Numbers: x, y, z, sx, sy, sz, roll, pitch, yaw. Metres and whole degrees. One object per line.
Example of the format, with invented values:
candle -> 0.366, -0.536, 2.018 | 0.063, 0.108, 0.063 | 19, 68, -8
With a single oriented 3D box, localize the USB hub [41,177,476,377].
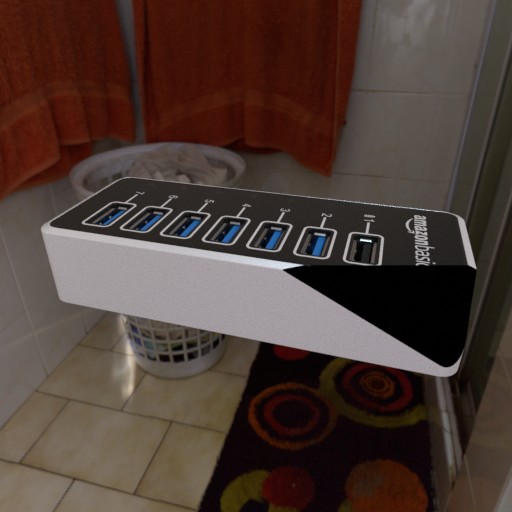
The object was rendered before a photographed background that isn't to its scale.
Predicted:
USB hub -> 0.000, 0.000, 0.127 | 0.110, 0.023, 0.044 | 8, 31, 14
